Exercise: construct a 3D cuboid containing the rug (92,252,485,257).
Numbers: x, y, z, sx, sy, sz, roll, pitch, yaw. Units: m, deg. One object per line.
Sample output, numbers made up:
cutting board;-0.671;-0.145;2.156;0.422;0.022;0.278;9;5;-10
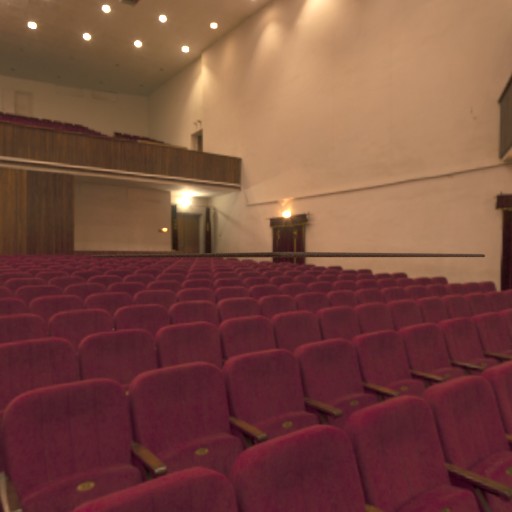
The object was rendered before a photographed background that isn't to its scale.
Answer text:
rug;0.000;0.000;2.135;1.067;0.013;1.676;0;0;-36
